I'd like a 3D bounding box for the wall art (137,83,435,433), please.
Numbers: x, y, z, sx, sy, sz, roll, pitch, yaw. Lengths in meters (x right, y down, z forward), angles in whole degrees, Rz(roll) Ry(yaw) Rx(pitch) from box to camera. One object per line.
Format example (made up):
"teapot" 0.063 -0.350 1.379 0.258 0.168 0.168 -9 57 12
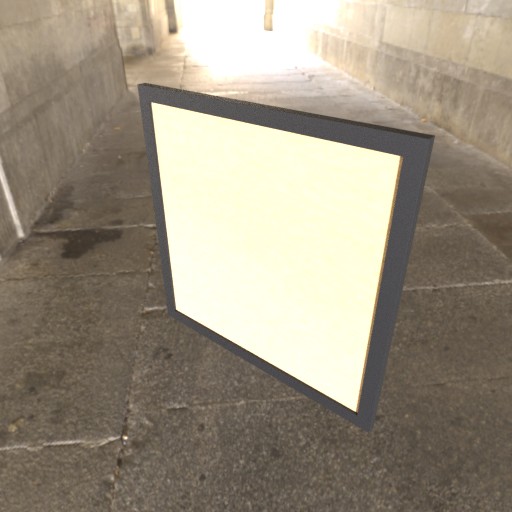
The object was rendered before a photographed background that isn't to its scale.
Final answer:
"wall art" 0.000 0.000 0.536 0.356 0.356 0.013 23 38 32
